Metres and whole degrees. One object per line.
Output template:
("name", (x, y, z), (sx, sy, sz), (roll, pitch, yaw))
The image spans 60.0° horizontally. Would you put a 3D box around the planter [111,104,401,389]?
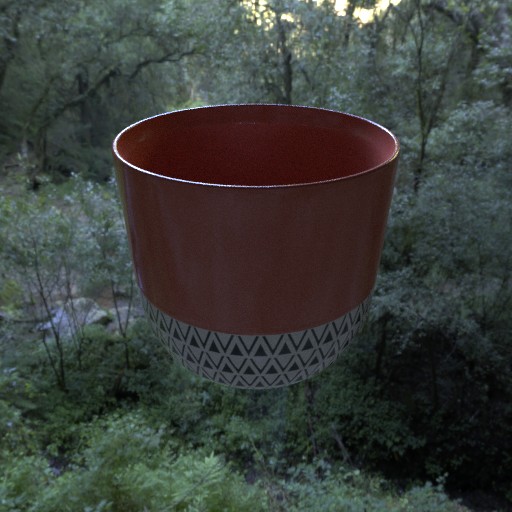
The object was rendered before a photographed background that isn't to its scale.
("planter", (0.000, 0.000, 0.491), (0.266, 0.270, 0.266), (0, 31, 0))
